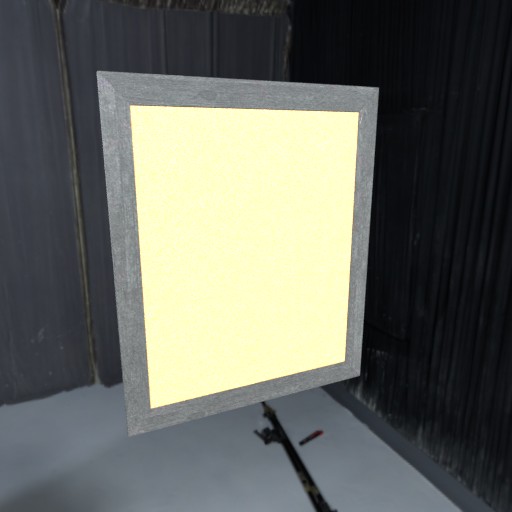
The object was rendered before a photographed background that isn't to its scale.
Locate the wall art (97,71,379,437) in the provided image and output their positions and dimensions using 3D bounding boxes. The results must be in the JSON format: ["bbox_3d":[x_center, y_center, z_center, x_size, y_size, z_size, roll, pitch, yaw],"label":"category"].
[{"bbox_3d":[0.000,0.000,0.771,0.476,0.570,0.013,-7,16,-24],"label":"wall art"}]
